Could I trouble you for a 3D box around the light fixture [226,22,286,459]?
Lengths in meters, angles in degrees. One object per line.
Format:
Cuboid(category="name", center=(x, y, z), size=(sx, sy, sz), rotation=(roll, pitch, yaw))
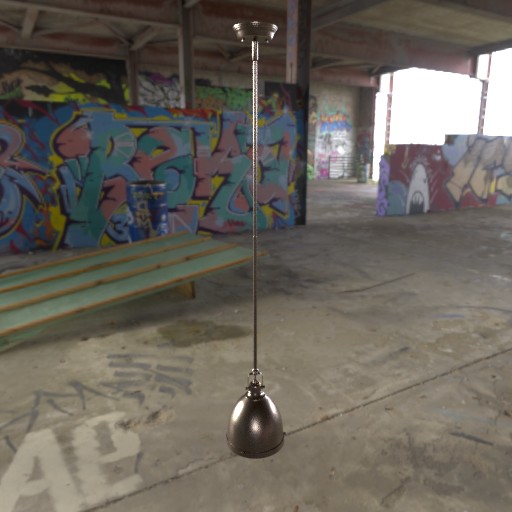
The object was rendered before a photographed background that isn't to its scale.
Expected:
Cuboid(category="light fixture", center=(0.000, 0.000, 1.453), size=(0.217, 1.367, 0.211), rotation=(-2, 14, -10))
